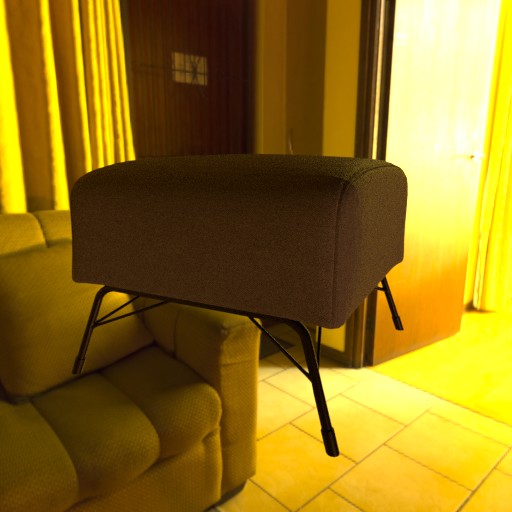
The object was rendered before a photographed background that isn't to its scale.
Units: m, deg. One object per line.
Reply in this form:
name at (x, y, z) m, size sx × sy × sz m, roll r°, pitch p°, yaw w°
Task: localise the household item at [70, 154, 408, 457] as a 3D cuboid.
household item at (0.000, 0.000, 0.913) m, size 0.530 × 0.410 × 0.530 m, roll 7°, pitch 14°, yaw 27°
